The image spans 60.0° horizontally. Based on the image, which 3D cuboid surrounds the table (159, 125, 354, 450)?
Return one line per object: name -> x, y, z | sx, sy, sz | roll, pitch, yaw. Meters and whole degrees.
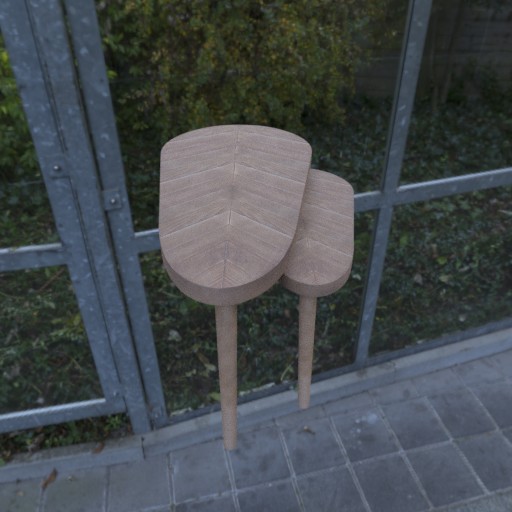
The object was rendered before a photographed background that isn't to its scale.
table -> 0.000, 0.000, 1.576 | 0.701, 0.595, 1.190 | 0, 32, 0
